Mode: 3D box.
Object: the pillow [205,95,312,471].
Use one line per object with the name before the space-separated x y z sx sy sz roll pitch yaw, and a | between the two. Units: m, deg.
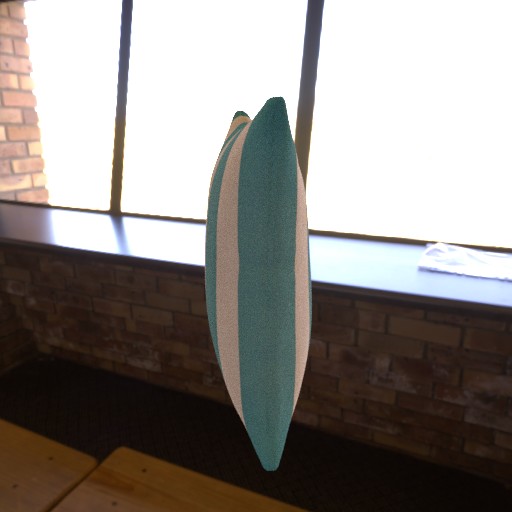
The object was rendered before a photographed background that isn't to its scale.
pillow | 0.000 0.000 0.814 0.189 0.526 0.536 -2 16 -7
